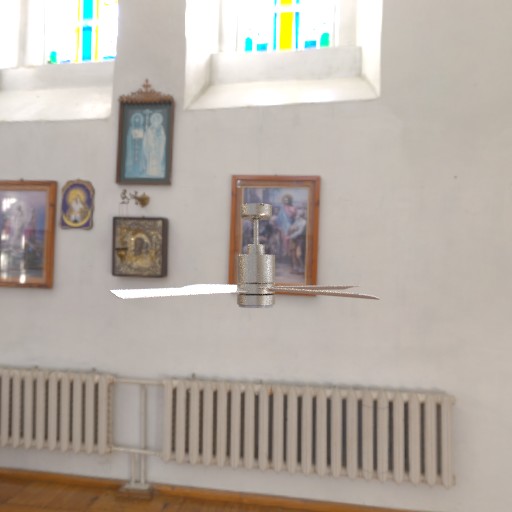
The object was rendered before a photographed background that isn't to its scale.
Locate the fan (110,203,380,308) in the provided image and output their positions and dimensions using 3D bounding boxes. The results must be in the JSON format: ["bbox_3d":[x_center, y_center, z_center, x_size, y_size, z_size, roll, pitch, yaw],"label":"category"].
[{"bbox_3d":[0.000,0.000,2.368,1.525,0.539,1.525,2,-3,-36],"label":"fan"}]
